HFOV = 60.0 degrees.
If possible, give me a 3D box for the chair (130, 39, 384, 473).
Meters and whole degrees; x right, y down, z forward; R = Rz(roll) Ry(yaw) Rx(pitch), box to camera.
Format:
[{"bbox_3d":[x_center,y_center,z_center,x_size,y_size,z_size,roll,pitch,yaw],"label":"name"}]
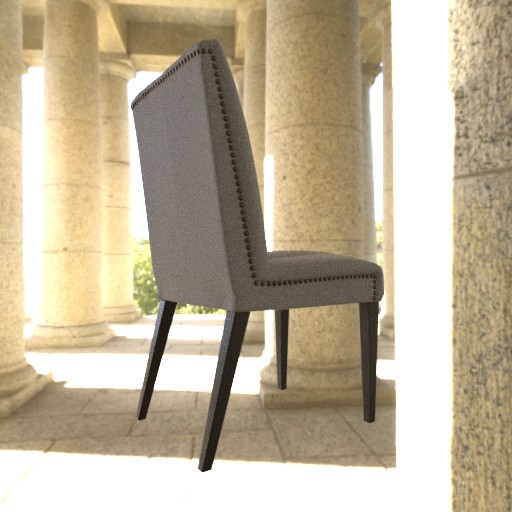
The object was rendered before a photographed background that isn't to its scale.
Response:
[{"bbox_3d":[0.000,0.000,1.382,0.647,1.016,0.511,1,-1,-35],"label":"chair"}]
